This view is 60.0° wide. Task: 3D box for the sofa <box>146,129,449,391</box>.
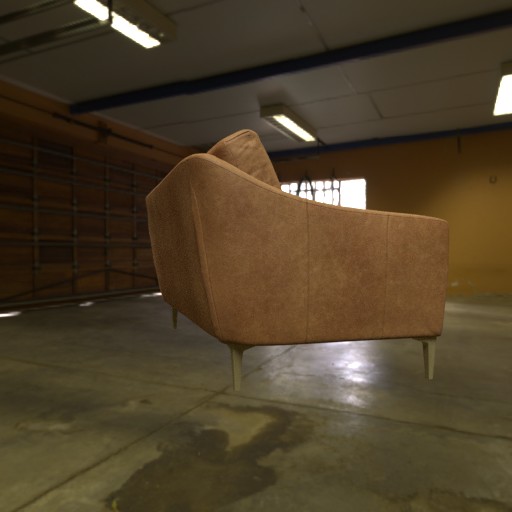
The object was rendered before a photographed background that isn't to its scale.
[{"bbox_3d":[0.000,0.000,2.213,0.960,0.902,1.619,0,1,-20],"label":"sofa"}]
